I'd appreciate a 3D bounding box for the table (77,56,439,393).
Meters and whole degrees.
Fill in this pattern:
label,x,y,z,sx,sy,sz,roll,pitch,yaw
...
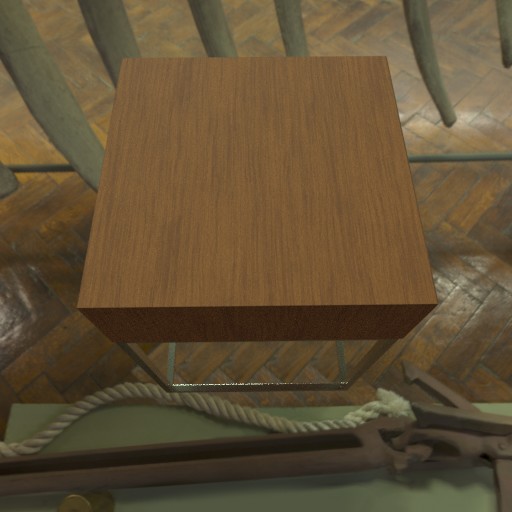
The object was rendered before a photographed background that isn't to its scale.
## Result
label,x,y,z,sx,sy,sz,roll,pitch,yaw
table,0.000,0.000,0.817,0.398,0.540,0.397,-1,63,0
